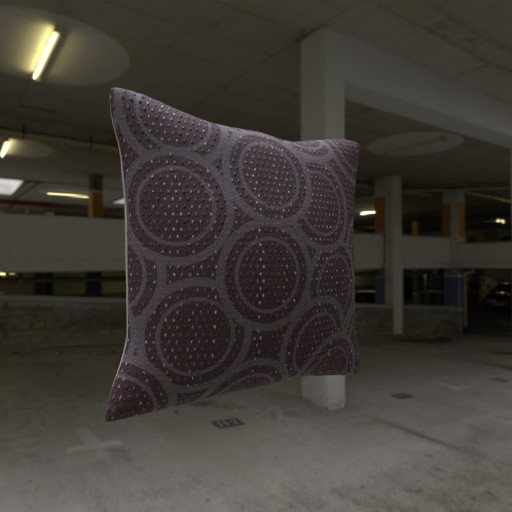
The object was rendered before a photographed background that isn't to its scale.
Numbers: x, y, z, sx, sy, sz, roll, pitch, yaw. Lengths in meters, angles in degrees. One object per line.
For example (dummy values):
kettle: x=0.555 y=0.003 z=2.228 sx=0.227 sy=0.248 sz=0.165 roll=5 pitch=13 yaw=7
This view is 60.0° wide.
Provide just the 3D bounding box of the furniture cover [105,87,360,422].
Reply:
furniture cover: x=0.000 y=0.000 z=0.825 sx=0.552 sy=0.509 sz=0.193 roll=1 pitch=-1 yaw=-35
